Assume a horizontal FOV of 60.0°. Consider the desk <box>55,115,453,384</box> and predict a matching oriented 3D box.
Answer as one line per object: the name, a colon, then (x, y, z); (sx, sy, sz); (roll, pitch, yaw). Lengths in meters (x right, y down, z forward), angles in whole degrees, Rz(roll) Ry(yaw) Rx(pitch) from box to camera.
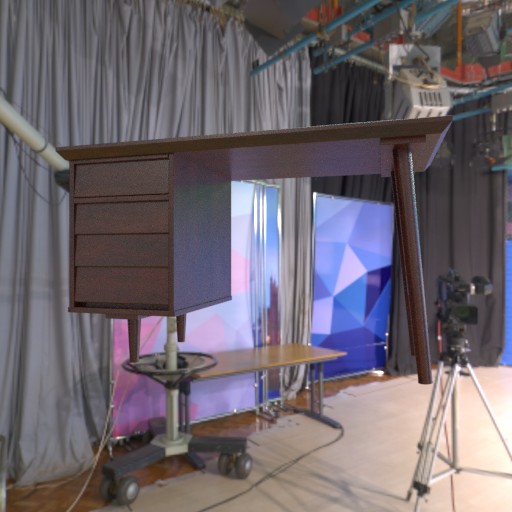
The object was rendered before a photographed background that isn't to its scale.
desk: (0.000, 0.000, 1.661); (1.277, 0.758, 0.612); (0, 0, 16)
